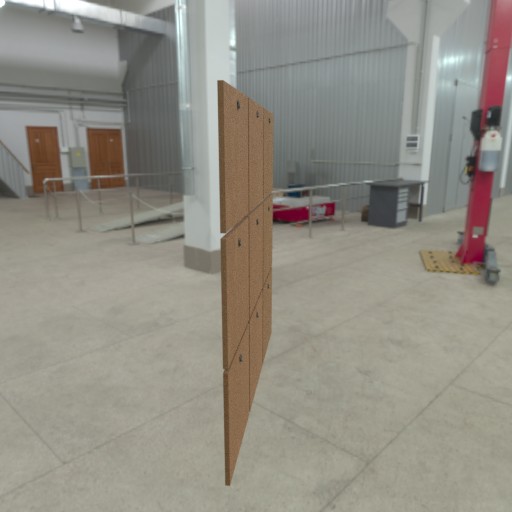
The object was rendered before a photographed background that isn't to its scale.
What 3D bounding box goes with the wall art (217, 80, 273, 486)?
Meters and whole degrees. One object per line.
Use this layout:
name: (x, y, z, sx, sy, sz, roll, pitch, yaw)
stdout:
wall art: (0.000, 0.000, 1.393, 0.018, 0.913, 0.915, 2, 14, 8)
